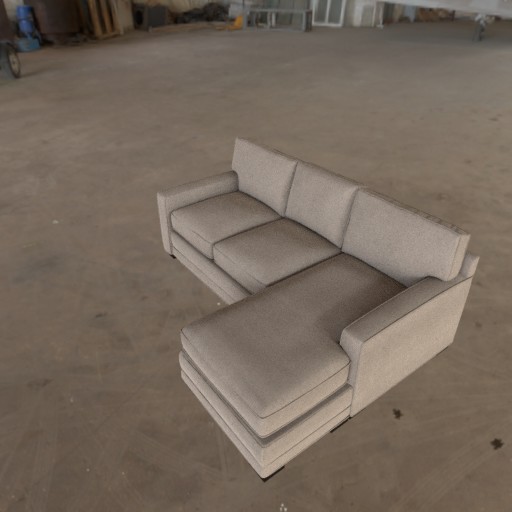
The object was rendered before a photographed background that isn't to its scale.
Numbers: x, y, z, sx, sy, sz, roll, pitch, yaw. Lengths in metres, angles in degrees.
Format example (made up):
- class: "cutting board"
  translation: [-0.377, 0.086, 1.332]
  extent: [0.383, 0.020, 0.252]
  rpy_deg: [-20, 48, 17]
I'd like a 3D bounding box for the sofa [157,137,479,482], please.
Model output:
- class: "sofa"
  translation: [0.000, 0.000, 2.856]
  extent: [1.496, 0.861, 2.087]
  rpy_deg: [-22, 38, -31]
